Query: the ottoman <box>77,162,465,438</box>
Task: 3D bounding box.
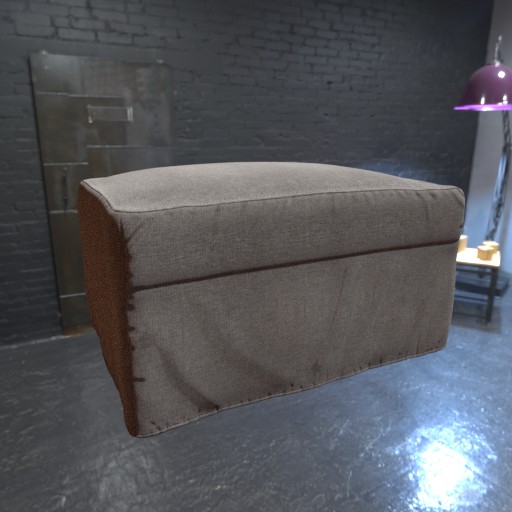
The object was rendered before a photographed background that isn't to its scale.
[{"bbox_3d":[0.000,0.000,1.202,0.833,0.492,0.652,-8,17,-26],"label":"ottoman"}]
